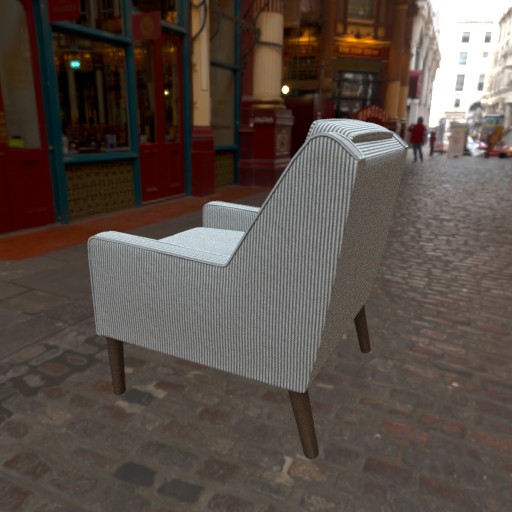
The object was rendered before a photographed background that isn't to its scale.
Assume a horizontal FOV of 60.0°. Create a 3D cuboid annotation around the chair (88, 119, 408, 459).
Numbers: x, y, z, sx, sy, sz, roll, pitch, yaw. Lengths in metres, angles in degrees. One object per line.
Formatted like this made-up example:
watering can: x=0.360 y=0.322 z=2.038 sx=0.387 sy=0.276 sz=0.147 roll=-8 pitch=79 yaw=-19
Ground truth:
chair: x=0.000 y=0.000 z=1.347 sx=0.743 sy=0.792 sz=0.663 roll=8 pitch=18 yaw=25
